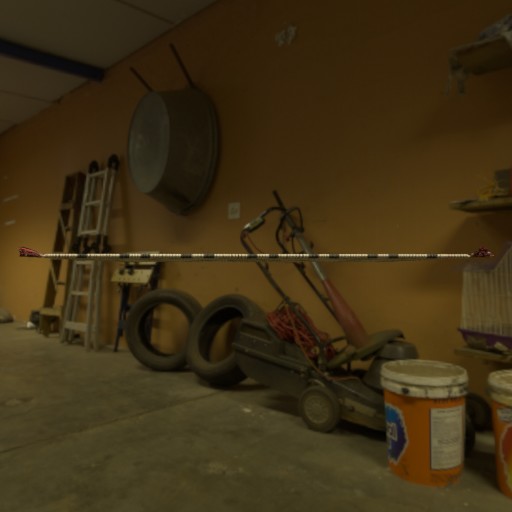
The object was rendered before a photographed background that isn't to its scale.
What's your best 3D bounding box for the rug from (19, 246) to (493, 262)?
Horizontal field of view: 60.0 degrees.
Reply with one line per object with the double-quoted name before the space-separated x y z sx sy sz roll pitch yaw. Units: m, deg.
"rug" 0.000 0.000 3.271 2.672 0.066 1.741 0 -2 -2
